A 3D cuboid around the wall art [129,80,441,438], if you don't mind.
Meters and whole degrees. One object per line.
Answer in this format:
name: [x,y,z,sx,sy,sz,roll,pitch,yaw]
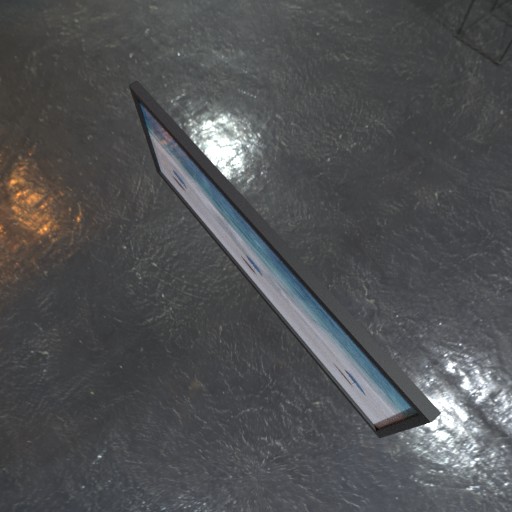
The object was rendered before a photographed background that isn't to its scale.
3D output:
wall art: [0.000,0.000,1.709,0.041,0.554,1.572,-35,69,-16]
